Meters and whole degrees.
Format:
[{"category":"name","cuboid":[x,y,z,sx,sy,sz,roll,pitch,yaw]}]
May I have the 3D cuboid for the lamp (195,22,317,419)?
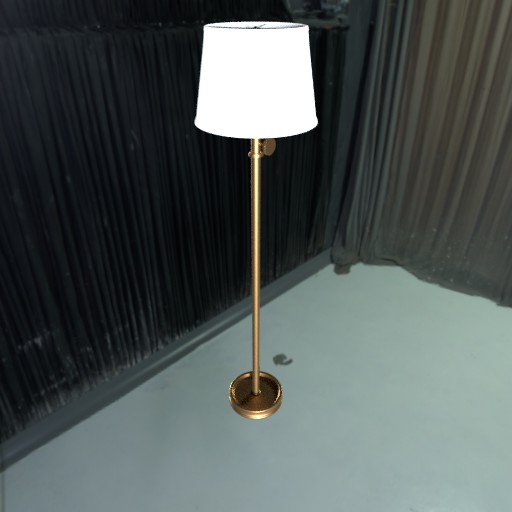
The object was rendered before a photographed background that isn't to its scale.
[{"category":"lamp","cuboid":[0.000,0.000,0.768,0.178,0.710,0.178,0,31,0]}]
